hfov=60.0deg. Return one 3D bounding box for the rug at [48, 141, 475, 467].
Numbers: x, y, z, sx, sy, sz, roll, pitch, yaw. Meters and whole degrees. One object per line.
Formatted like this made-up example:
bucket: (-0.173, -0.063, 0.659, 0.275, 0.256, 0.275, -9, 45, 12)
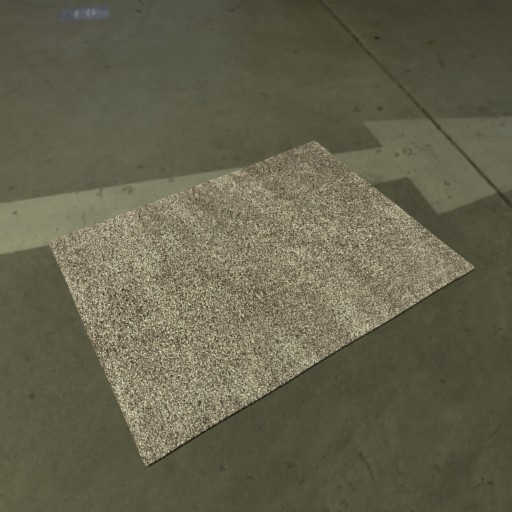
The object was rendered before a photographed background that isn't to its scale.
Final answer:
rug: (0.000, 0.000, 2.072, 1.601, 0.025, 1.198, -25, 53, -21)
